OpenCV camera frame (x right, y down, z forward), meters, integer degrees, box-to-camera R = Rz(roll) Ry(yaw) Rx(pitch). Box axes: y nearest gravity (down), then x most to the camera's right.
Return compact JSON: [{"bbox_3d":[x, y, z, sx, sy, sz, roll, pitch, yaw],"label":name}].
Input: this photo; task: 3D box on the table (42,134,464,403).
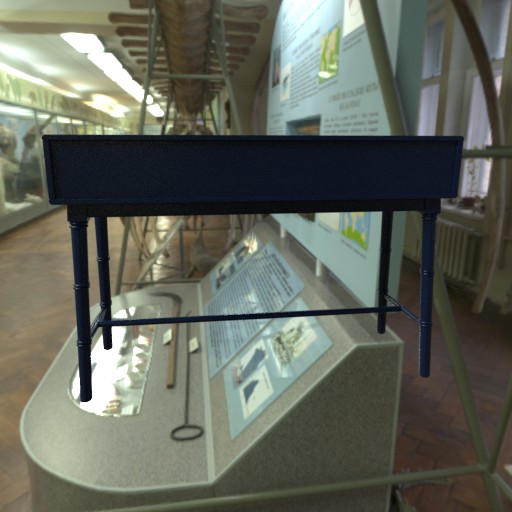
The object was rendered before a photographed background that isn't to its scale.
[{"bbox_3d":[0.000,0.000,1.441,1.118,0.749,0.399,-2,14,-8],"label":"table"}]
